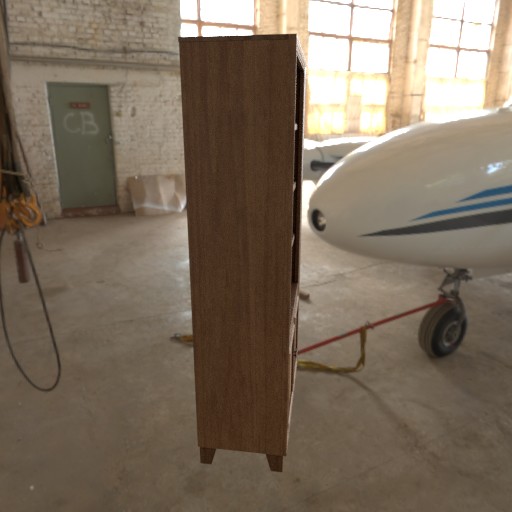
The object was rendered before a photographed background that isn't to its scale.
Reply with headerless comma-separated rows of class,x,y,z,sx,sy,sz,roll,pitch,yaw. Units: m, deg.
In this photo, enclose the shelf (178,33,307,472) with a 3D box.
shelf,0.000,0.000,2.290,0.453,1.930,0.864,3,17,8
